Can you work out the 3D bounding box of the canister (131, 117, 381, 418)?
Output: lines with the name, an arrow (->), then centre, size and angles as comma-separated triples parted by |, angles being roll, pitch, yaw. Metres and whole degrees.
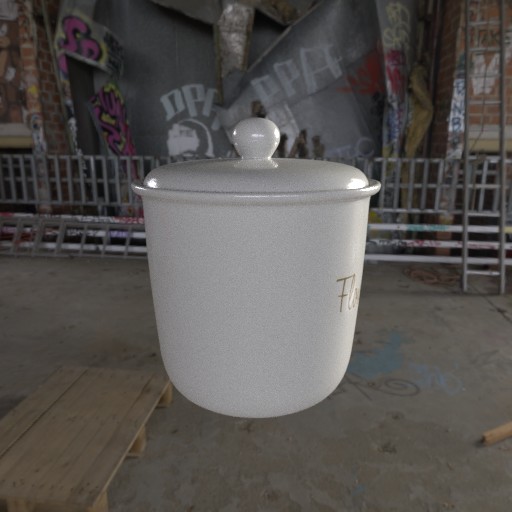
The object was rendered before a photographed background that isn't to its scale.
canister -> 0.000, 0.000, 0.349 | 0.182, 0.208, 0.182 | 0, 14, 0
